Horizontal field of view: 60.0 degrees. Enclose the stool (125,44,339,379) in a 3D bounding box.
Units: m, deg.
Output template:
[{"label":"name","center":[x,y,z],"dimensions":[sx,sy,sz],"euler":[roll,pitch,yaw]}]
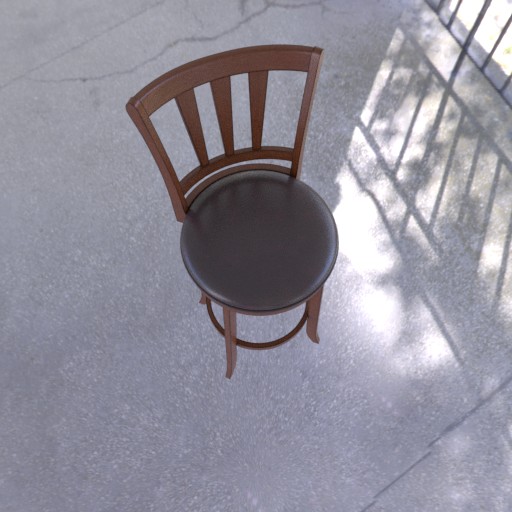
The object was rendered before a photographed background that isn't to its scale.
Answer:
[{"label":"stool","center":[0.000,0.000,1.420],"dimensions":[0.464,1.177,0.503],"euler":[-20,65,-9]}]
